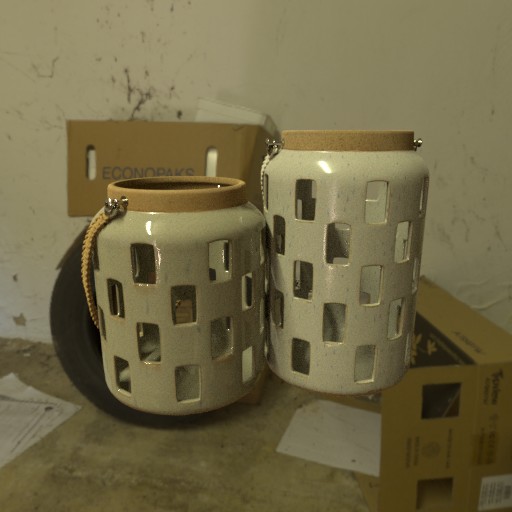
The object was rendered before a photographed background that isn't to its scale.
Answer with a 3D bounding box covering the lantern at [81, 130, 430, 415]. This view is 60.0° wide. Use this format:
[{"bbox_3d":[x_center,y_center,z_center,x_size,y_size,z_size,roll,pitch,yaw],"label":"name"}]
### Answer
[{"bbox_3d":[0.000,0.000,0.469,0.347,0.255,0.184,-3,16,-10],"label":"lantern"}]
